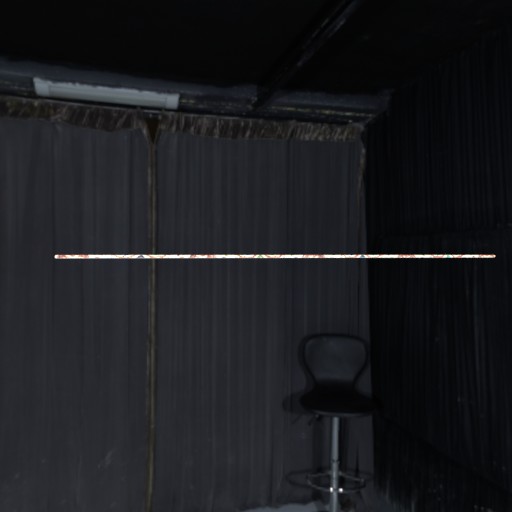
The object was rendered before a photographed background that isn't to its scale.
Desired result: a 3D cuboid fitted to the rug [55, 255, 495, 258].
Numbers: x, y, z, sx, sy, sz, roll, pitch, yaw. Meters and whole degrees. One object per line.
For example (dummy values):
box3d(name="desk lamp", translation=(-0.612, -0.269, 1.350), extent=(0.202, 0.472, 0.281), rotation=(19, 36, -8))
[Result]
box3d(name="rug", translation=(0.000, 0.000, 4.185), extent=(3.215, 0.020, 2.446), rotation=(0, 0, -18))
